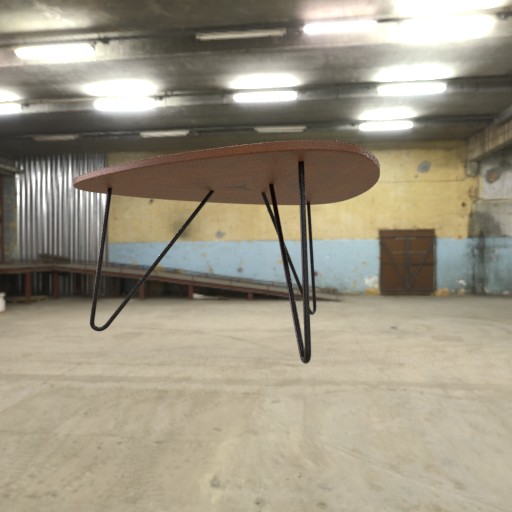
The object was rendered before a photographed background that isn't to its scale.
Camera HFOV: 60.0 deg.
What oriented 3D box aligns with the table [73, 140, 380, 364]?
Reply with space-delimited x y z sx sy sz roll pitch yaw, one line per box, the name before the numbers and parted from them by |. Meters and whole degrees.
table | 0.000 0.000 1.273 0.833 0.413 0.821 0 0 35
